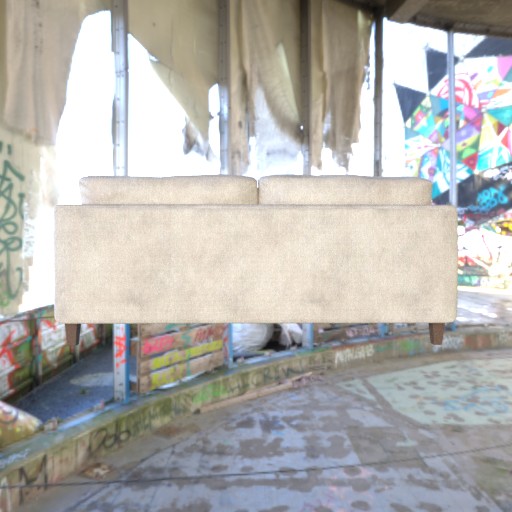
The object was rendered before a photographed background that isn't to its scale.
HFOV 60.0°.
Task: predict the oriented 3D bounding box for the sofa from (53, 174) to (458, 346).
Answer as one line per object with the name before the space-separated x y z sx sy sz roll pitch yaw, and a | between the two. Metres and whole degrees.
sofa | 0.000 0.000 2.846 2.208 0.965 0.951 0 1 -1
